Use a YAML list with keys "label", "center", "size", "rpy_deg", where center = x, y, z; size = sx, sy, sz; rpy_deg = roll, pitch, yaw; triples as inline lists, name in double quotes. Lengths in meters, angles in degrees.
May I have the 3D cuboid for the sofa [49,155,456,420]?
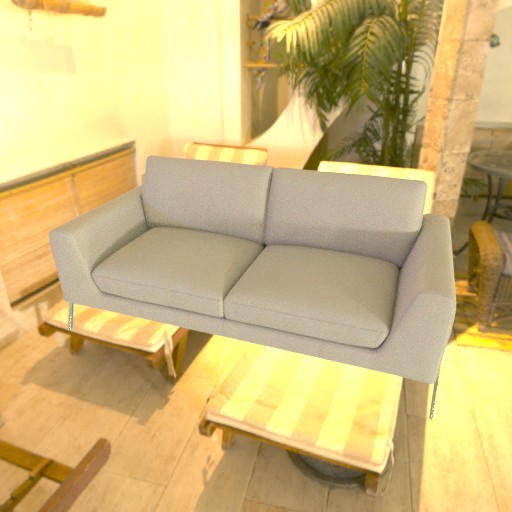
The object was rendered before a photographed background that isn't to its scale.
- label: "sofa"
  center: [0.000, 0.000, 2.486]
  size: [2.017, 0.875, 0.953]
  rpy_deg: [9, 28, 18]
